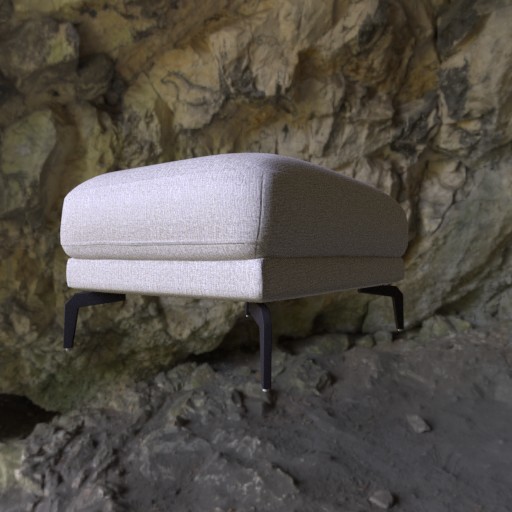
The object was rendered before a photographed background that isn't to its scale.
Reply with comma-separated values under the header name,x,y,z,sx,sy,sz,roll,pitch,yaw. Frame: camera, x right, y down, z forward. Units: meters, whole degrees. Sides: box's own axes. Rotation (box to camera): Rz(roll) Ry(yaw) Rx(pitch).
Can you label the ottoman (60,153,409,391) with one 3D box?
name,x,y,z,sx,sy,sz,roll,pitch,yaw
ottoman,0.000,0.000,1.111,0.568,0.420,0.772,0,0,35
